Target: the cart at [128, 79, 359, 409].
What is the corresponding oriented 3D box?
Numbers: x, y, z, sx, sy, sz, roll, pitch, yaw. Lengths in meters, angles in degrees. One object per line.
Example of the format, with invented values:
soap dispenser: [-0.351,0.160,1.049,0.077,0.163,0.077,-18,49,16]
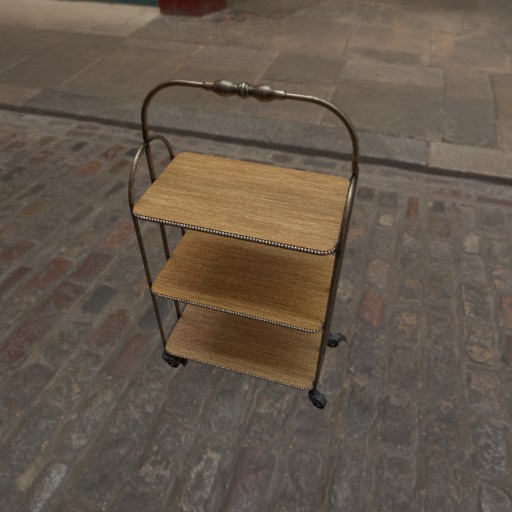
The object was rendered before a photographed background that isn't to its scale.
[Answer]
cart: [0.000,0.000,1.345,0.650,1.052,0.330,12,44,12]
